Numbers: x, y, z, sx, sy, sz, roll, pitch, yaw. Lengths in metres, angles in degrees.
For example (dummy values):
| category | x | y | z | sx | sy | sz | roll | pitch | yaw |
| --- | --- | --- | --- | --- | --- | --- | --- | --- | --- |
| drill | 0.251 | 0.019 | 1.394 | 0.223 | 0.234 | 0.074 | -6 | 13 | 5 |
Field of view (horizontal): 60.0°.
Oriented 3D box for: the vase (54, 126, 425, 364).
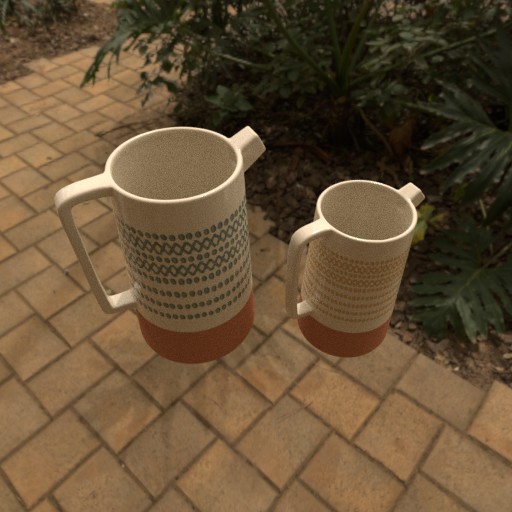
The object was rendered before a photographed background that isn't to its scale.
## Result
| category | x | y | z | sx | sy | sz | roll | pitch | yaw |
| --- | --- | --- | --- | --- | --- | --- | --- | --- | --- |
| vase | 0.000 | 0.000 | 0.476 | 0.326 | 0.247 | 0.168 | 9 | 46 | 9 |
